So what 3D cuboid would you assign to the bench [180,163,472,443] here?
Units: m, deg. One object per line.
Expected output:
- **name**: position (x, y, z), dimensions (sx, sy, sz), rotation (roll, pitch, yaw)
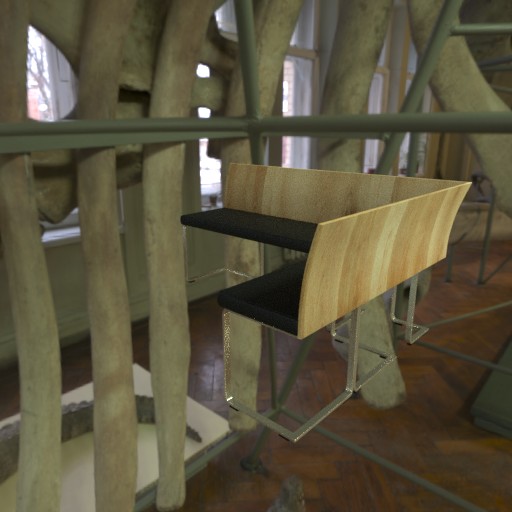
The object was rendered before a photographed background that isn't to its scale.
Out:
- **bench**: position (0.000, 0.000, 2.737), dimensions (1.945, 0.930, 1.495), rotation (15, 22, 40)
